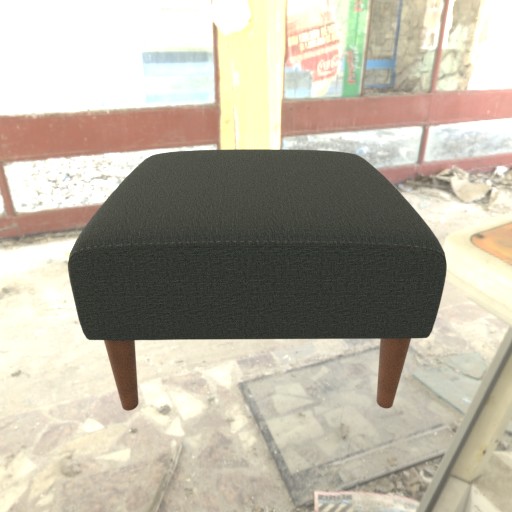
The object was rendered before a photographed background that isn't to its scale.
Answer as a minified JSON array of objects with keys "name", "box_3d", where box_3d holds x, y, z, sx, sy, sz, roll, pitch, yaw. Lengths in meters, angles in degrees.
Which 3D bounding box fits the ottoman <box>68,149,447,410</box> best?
[{"name":"ottoman","box_3d":[0.000,0.000,1.060,0.649,0.398,0.650,0,26,-1]}]
